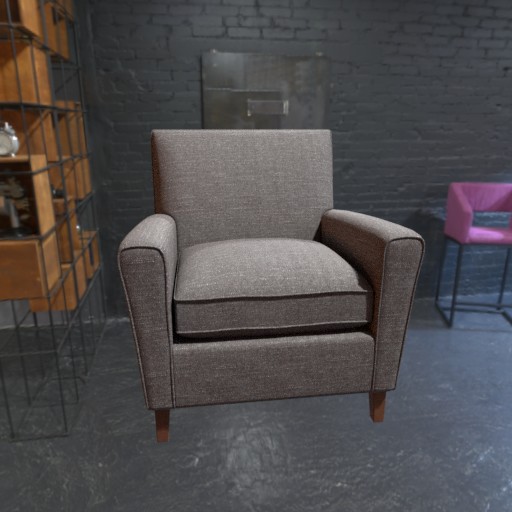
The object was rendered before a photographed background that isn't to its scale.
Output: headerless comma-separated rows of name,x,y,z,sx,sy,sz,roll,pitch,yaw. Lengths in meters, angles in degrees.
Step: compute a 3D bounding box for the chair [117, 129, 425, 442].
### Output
chair,0.000,0.000,1.623,0.838,0.885,0.875,-2,16,-8
